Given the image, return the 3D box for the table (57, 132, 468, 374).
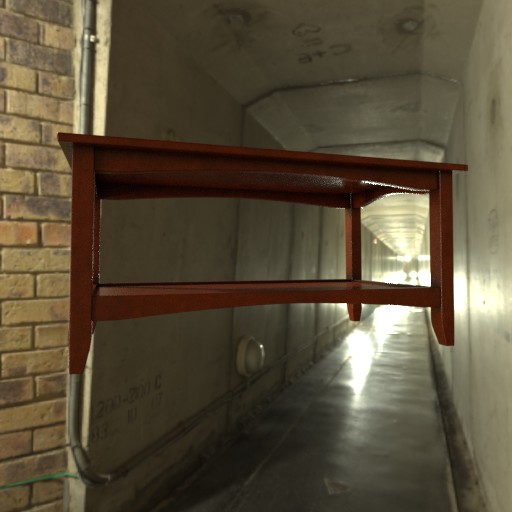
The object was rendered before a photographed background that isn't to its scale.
[{"bbox_3d":[0.000,0.000,1.213,0.943,0.456,0.533,0,0,-18],"label":"table"}]
